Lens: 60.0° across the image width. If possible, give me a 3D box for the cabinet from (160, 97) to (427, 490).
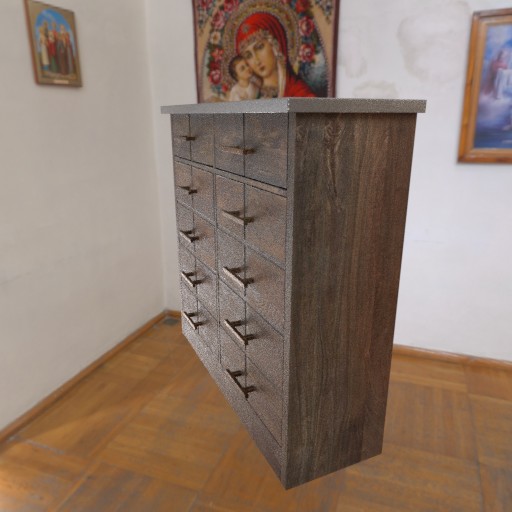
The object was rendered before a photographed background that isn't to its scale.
[{"bbox_3d":[0.000,0.000,1.415,0.338,0.919,0.968,-8,19,-24],"label":"cabinet"}]
